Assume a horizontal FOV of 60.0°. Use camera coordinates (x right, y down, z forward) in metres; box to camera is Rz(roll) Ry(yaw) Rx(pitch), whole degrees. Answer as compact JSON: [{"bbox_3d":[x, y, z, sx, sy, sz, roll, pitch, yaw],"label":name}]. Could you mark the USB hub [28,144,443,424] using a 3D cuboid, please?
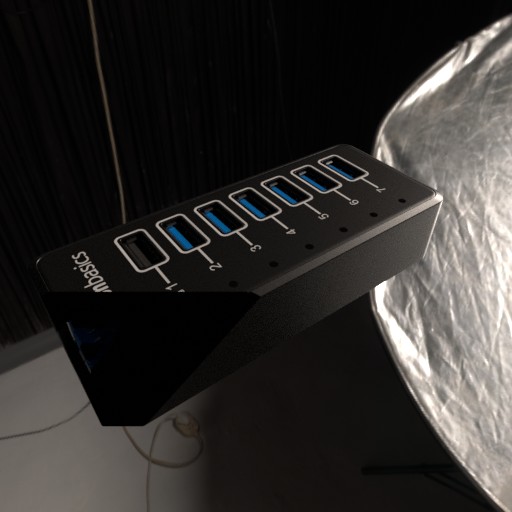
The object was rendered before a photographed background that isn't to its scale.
[{"bbox_3d":[0.000,0.000,0.127,0.110,0.023,0.044,-25,47,-26],"label":"USB hub"}]
